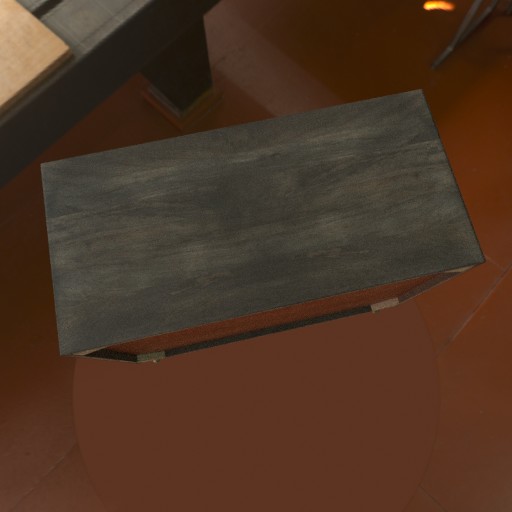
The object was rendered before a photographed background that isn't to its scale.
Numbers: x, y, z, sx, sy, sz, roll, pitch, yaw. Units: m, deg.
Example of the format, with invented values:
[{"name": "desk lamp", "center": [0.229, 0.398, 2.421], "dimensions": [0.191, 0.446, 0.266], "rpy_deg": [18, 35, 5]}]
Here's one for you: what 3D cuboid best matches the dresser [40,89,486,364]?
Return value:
[{"name": "dresser", "center": [0.000, 0.000, 1.380], "dimensions": [0.923, 0.801, 0.453], "rpy_deg": [-12, 75, -3]}]
